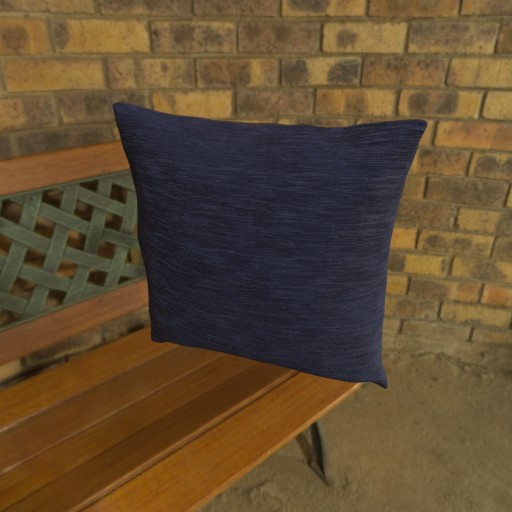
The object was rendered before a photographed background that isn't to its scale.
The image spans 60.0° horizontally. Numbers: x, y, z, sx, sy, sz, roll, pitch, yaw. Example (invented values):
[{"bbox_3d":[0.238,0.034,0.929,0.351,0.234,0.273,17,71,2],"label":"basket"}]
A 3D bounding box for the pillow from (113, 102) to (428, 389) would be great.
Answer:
[{"bbox_3d":[0.000,0.000,0.694,0.452,0.439,0.204,8,28,16],"label":"pillow"}]
